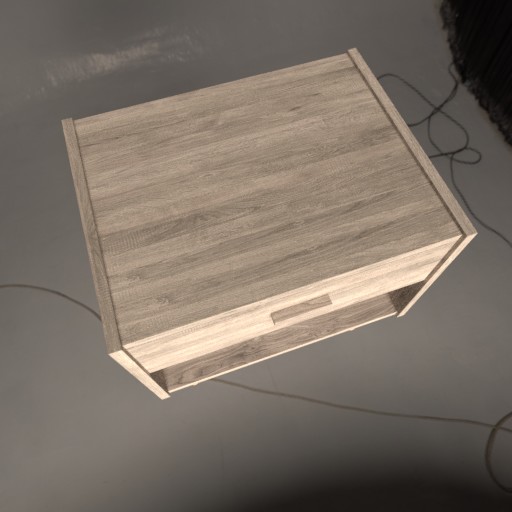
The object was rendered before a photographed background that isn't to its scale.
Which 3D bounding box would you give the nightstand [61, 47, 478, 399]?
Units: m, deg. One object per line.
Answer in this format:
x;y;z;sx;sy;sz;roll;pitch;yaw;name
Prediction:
0.000;0.000;0.837;0.480;0.500;0.380;-17;65;-8;nightstand
